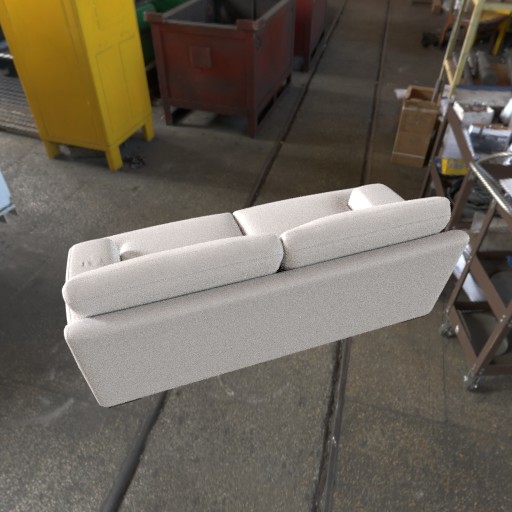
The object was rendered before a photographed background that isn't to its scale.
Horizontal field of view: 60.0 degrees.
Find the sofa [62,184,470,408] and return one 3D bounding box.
[{"bbox_3d":[0.000,0.000,2.812,2.261,0.940,1.143,-13,43,-14],"label":"sofa"}]
